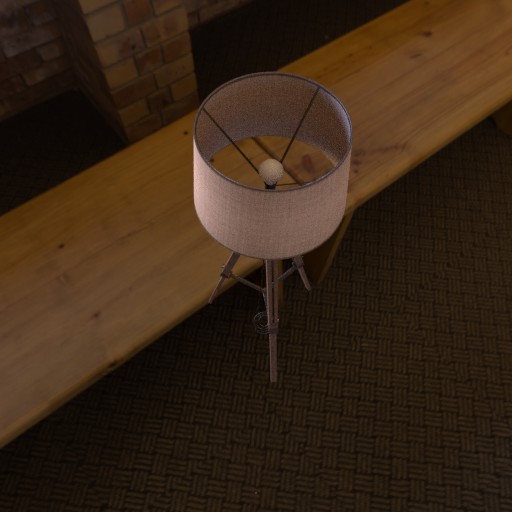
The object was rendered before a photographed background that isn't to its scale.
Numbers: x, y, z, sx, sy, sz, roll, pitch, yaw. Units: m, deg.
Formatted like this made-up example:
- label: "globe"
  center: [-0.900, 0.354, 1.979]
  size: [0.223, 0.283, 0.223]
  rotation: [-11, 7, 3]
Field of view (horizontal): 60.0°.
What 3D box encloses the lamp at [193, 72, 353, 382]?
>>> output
- label: "lamp"
  center: [0.000, 0.000, 1.844]
  size: [0.587, 1.510, 0.604]
  rotation: [18, 63, 10]
